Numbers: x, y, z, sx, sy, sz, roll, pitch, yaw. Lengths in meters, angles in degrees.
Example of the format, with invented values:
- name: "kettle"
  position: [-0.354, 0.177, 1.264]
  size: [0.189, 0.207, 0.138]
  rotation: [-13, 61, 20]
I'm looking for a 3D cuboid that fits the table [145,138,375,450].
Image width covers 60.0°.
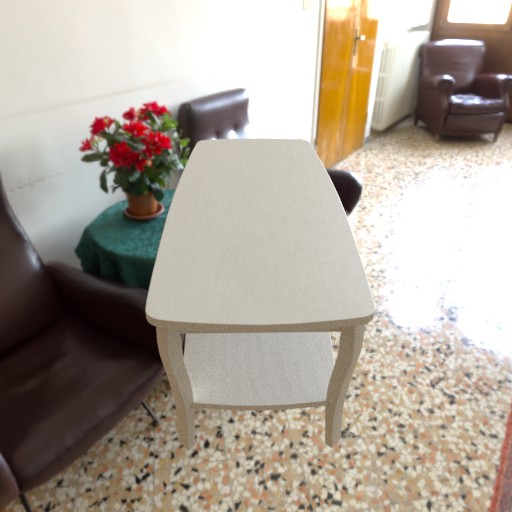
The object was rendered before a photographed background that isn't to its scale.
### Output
- name: "table"
  position: [0.000, 0.000, 1.627]
  size: [0.561, 0.474, 1.334]
  rotation: [-1, 31, -1]
